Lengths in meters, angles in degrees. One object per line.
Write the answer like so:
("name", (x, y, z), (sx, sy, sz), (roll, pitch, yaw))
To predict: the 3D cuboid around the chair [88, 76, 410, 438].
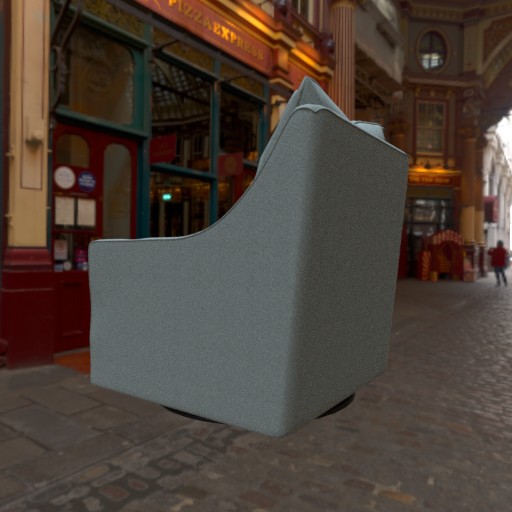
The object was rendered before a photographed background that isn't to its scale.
("chair", (0.000, 0.000, 1.559), (0.870, 0.926, 0.760), (1, 1, 35))
